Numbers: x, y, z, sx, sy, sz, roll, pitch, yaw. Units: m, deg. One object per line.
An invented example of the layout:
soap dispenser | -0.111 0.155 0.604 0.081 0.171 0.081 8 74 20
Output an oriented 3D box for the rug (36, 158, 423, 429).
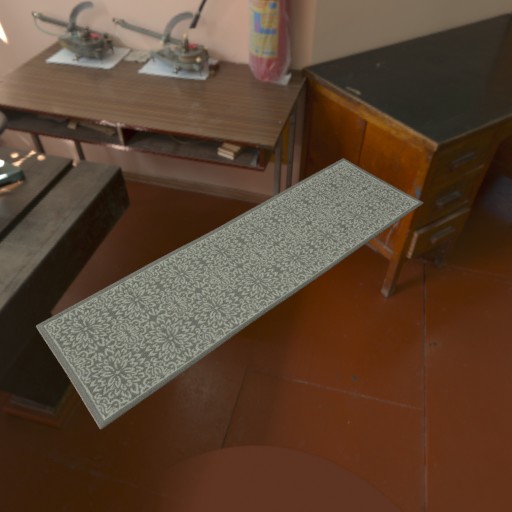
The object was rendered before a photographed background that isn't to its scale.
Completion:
rug | 0.000 0.000 2.436 2.196 0.011 0.662 -32 53 -27
